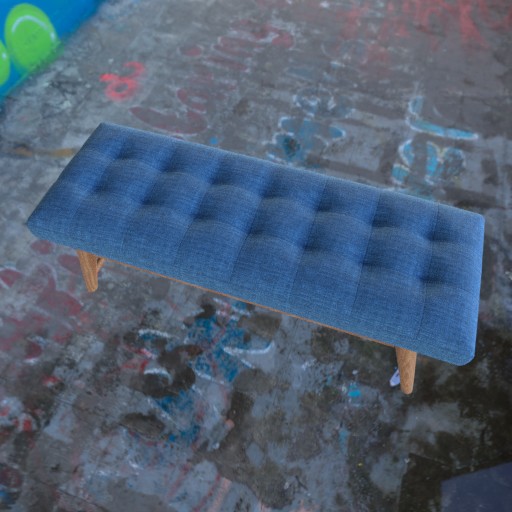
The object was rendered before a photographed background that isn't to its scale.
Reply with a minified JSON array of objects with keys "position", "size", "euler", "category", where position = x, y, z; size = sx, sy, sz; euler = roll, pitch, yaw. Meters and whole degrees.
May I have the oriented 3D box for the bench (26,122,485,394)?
[{"position":[0.000,0.000,1.282],"size":[1.118,0.432,0.406],"euler":[16,59,10],"category":"bench"}]
